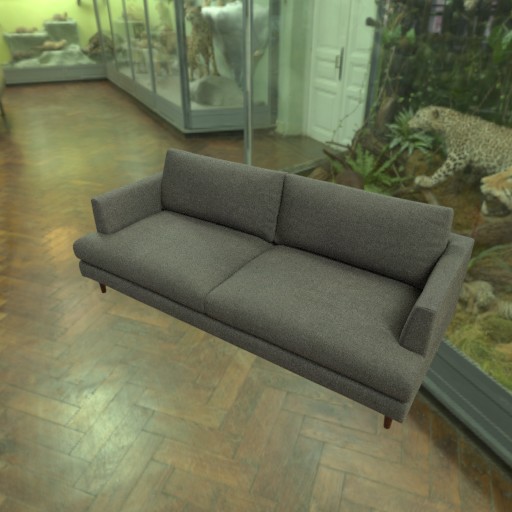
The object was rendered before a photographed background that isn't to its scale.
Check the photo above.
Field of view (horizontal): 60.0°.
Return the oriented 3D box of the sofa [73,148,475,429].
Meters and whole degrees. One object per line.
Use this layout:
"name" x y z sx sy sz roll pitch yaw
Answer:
"sofa" 0.000 0.000 2.720 2.250 0.868 1.020 18 34 29
